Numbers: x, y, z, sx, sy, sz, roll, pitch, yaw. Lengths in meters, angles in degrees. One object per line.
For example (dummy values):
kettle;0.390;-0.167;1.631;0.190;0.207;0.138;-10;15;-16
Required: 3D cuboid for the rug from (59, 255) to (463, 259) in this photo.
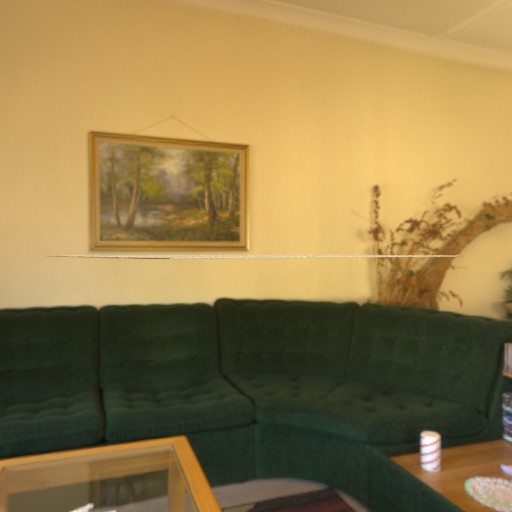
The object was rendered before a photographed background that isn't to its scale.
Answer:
rug;0.000;0.000;4.329;3.327;0.010;2.464;0;0;-37
